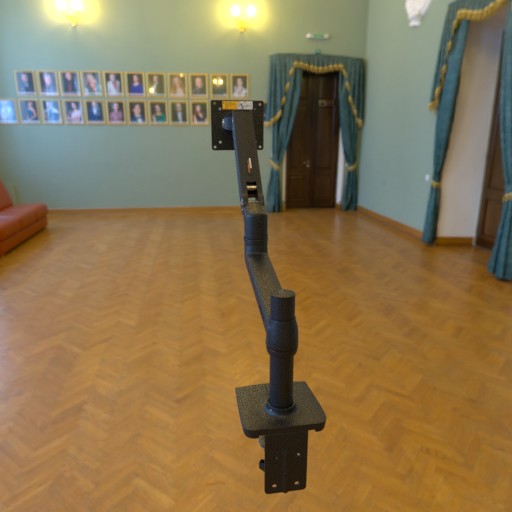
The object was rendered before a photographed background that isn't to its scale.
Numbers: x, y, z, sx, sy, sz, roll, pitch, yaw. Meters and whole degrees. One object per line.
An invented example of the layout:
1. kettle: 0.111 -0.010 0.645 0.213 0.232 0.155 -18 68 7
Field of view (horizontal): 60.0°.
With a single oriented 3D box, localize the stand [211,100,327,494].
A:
1. stand: 0.000 0.000 1.008 0.152 0.713 0.650 -3 16 -9
